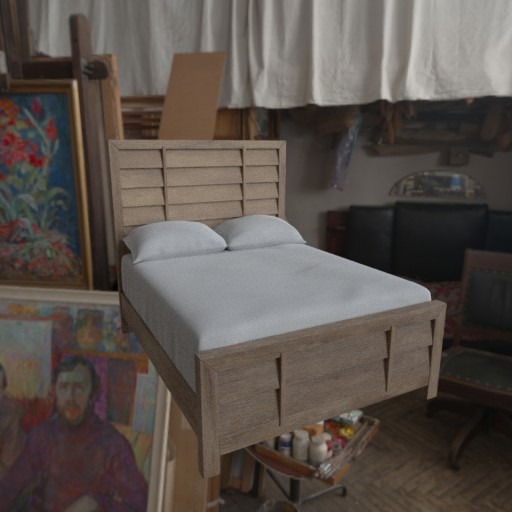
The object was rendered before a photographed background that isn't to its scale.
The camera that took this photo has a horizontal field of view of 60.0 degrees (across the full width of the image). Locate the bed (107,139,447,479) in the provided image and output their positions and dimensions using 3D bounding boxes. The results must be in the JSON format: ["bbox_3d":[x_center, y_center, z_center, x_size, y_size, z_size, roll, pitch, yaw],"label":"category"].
[{"bbox_3d":[0.000,0.000,3.191,1.615,1.631,2.017,-7,16,-27],"label":"bed"}]
